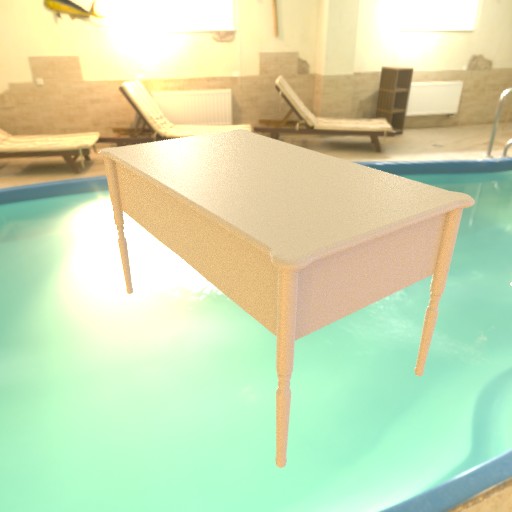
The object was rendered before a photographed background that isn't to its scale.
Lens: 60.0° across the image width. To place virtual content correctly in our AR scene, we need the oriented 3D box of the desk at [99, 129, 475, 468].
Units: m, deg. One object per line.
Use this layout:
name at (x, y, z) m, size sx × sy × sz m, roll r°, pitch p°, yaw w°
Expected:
desk at (0.000, 0.000, 1.899) m, size 0.807 × 0.762 × 1.380 m, roll -18°, pitch 33°, yaw -31°
